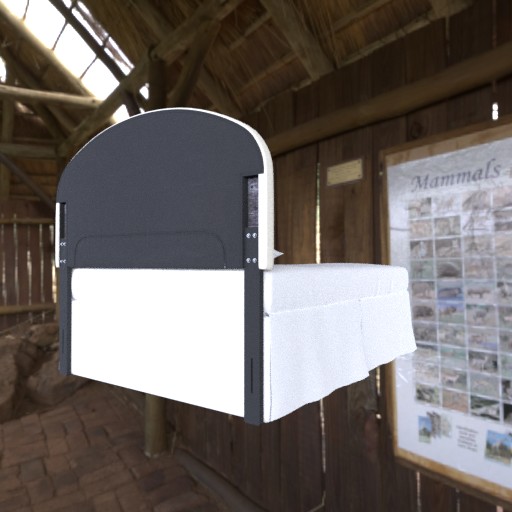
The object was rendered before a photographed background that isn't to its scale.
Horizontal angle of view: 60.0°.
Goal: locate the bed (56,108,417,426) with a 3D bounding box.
[{"bbox_3d":[0.000,0.000,3.017,1.607,1.410,2.005,-1,-1,36],"label":"bed"}]
